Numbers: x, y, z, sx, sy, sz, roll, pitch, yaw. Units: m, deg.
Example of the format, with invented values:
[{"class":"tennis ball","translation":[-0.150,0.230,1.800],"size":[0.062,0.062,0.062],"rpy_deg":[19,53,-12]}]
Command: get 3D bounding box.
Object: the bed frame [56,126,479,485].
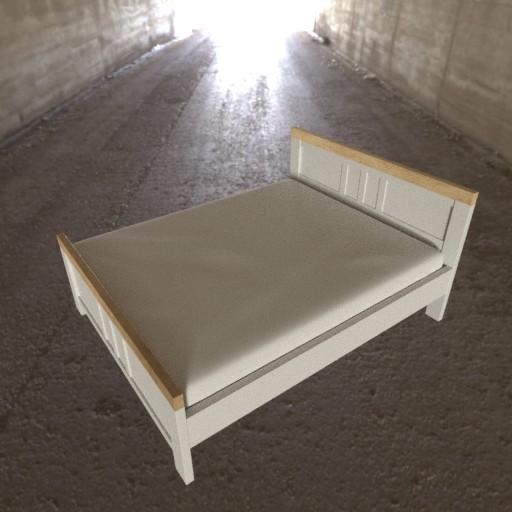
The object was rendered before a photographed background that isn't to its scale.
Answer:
[{"class":"bed frame","translation":[0.000,0.000,2.938],"size":[2.050,0.980,1.670],"rpy_deg":[-21,38,-30]}]
